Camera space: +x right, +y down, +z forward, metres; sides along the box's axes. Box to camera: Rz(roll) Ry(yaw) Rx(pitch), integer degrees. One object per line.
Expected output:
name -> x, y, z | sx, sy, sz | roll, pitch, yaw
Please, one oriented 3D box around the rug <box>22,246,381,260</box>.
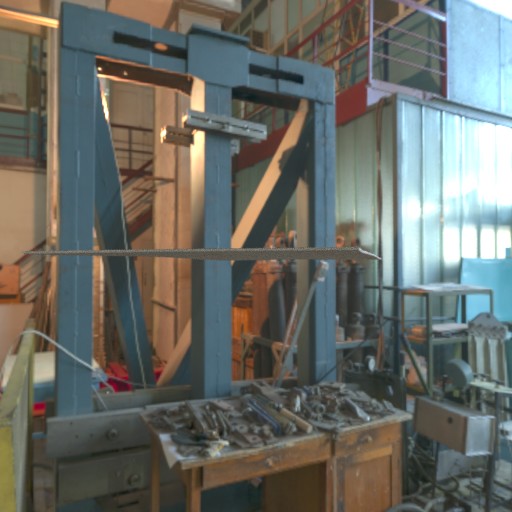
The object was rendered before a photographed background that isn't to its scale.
rug -> 0.000, 0.000, 2.221 | 1.154, 0.021, 1.792 | 0, -1, 18
